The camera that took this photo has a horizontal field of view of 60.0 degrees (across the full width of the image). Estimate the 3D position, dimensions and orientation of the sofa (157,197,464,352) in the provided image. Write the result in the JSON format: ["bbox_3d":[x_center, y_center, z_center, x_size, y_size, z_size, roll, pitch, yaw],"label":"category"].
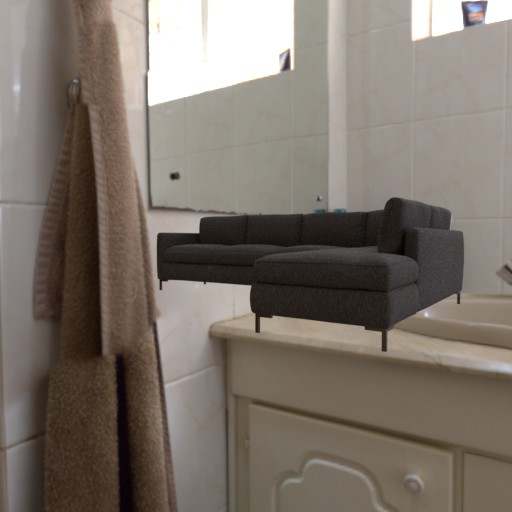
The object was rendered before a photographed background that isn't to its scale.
[{"bbox_3d":[0.000,0.000,3.751,2.949,0.815,2.007,2,3,35],"label":"sofa"}]
